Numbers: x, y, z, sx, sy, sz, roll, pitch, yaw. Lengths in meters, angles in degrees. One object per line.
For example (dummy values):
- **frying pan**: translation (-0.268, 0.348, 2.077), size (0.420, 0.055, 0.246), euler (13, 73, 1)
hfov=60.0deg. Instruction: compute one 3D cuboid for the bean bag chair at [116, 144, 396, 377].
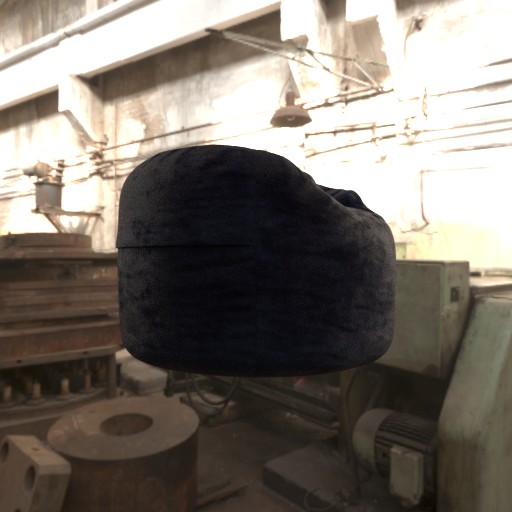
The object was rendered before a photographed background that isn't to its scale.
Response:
- **bean bag chair**: translation (0.000, 0.000, 1.516), size (0.918, 0.616, 0.918), euler (0, 0, 0)
